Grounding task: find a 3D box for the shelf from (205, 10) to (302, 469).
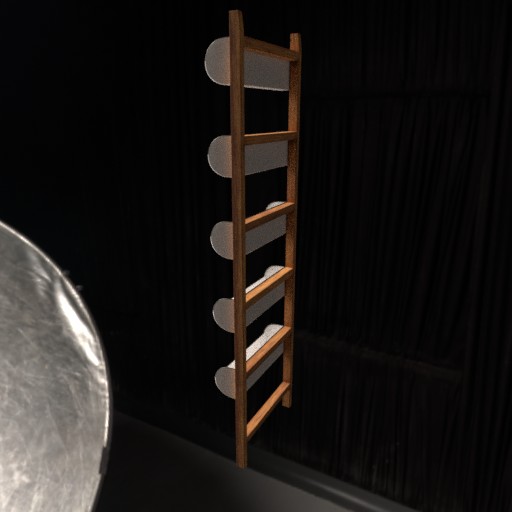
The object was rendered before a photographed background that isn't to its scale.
[{"bbox_3d":[0.000,0.000,1.709,0.141,1.600,0.454,9,20,27],"label":"shelf"}]
